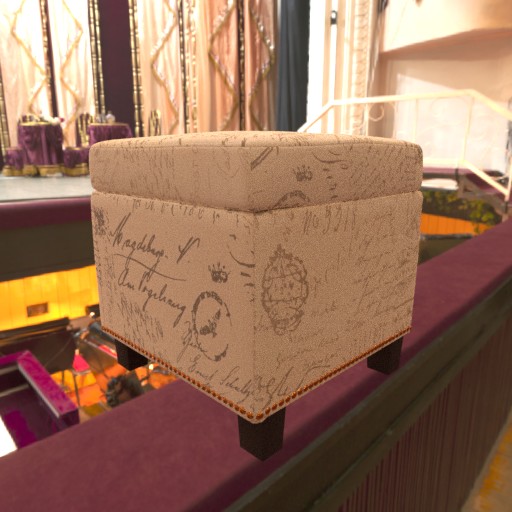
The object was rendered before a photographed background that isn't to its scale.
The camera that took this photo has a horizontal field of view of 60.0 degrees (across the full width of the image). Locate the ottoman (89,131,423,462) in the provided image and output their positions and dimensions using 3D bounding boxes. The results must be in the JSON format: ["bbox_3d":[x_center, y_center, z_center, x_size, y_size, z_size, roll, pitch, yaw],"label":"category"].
[{"bbox_3d":[0.000,0.000,0.848,0.449,0.457,0.450,-13,19,-43],"label":"ottoman"}]
